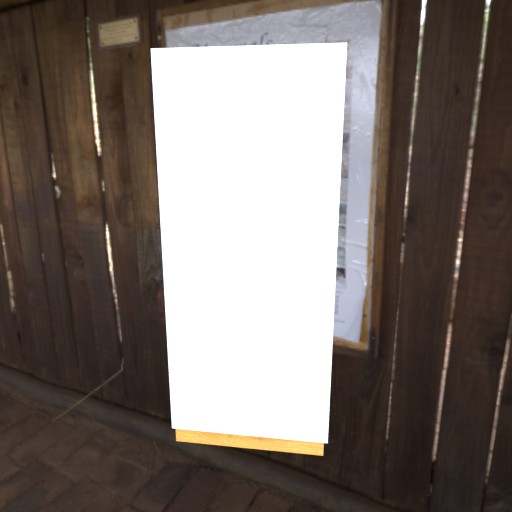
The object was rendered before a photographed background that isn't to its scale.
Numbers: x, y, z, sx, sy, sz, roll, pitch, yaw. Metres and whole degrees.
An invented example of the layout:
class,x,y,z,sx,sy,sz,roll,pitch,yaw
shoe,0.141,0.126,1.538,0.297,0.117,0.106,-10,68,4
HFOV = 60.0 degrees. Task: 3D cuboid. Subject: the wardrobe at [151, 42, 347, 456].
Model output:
class,x,y,z,sx,sy,sz,roll,pitch,yaw
wardrobe,0.000,0.000,2.466,0.860,2.040,0.600,2,15,8
